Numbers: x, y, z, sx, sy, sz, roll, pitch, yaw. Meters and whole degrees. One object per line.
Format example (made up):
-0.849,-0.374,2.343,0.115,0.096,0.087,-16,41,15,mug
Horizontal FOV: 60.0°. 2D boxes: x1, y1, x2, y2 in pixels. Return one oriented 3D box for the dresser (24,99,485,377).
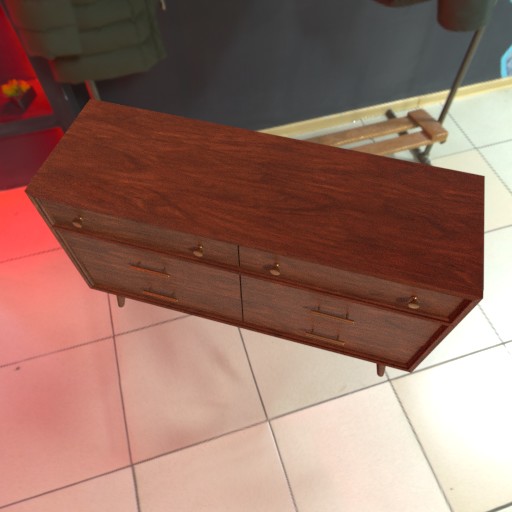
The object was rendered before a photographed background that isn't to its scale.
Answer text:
0.000,0.000,1.859,1.472,0.889,0.500,13,59,8,dresser
